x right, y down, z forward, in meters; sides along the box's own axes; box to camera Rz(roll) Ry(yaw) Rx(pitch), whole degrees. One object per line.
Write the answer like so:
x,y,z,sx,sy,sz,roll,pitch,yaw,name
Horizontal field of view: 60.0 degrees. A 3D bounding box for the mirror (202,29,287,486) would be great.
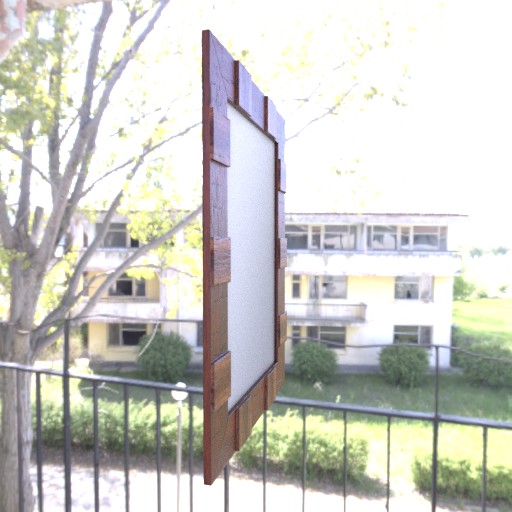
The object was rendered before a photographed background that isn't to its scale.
0.000,0.000,1.069,0.021,0.805,0.600,1,2,16,mirror
